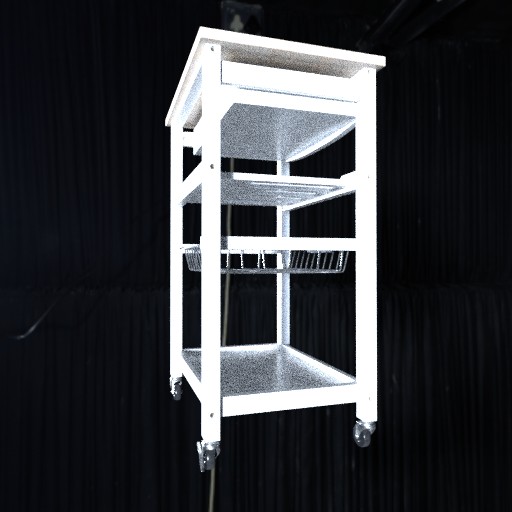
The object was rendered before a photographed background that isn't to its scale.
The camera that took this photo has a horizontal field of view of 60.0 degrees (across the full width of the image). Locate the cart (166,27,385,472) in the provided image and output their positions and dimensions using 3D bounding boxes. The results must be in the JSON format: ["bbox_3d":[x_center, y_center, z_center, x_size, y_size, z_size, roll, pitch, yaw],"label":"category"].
[{"bbox_3d":[0.000,0.000,1.167,0.406,0.857,0.578,0,-1,-18],"label":"cart"}]
